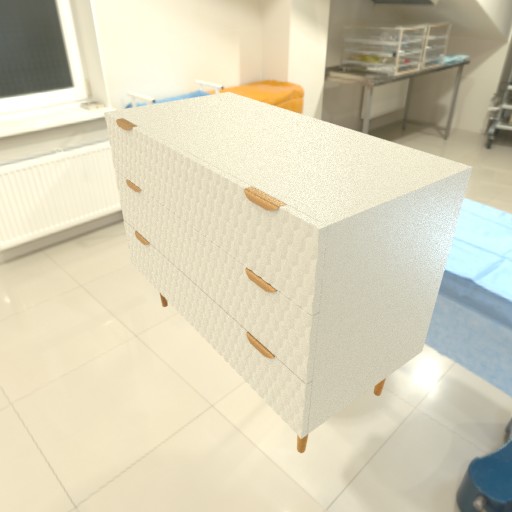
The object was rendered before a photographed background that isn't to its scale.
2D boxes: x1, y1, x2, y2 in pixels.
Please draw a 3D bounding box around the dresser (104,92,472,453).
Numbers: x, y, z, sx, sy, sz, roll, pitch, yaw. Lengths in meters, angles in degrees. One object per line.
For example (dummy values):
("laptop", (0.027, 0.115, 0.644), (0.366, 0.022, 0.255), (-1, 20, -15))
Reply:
("dresser", (0.000, 0.000, 1.312), (0.457, 0.721, 0.905), (-22, 38, -31))
